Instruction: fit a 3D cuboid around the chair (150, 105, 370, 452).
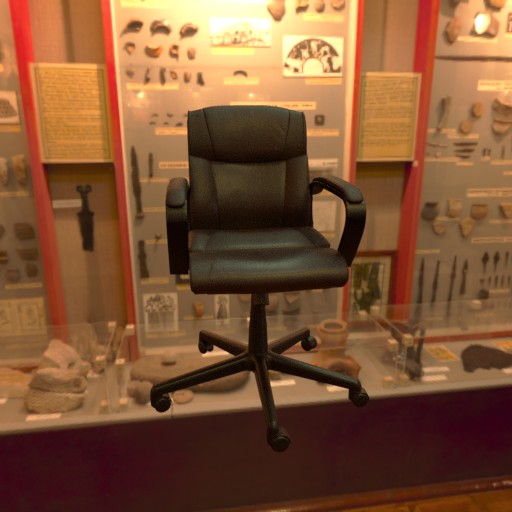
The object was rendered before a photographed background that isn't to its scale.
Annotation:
[{"bbox_3d":[0.000,0.000,1.500,0.739,1.004,0.717,-2,16,-7],"label":"chair"}]
